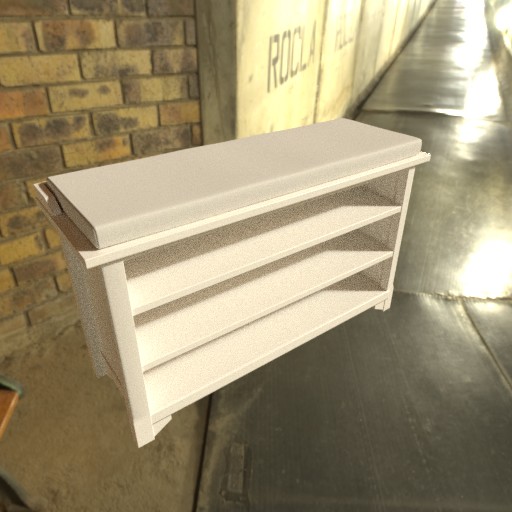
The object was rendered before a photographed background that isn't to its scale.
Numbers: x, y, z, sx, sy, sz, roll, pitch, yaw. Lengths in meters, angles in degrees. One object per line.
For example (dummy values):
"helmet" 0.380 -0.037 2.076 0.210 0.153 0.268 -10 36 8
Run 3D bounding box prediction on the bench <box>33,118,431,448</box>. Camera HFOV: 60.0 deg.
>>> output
"bench" 0.000 0.000 1.259 0.987 0.589 0.346 -20 36 -31
